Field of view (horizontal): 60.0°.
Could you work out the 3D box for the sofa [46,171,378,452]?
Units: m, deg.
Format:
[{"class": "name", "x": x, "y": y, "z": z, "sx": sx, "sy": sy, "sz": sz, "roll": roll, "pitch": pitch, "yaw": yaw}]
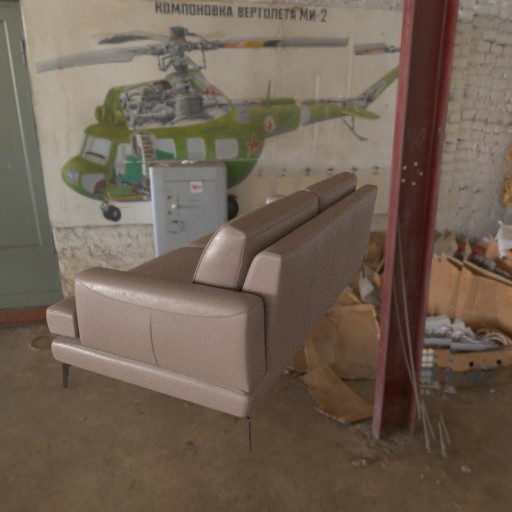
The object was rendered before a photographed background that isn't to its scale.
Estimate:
[{"class": "sofa", "x": 0.000, "y": 0.000, "z": 2.390, "sx": 0.974, "sy": 0.765, "sz": 1.940, "roll": 8, "pitch": 19, "yaw": 24}]
